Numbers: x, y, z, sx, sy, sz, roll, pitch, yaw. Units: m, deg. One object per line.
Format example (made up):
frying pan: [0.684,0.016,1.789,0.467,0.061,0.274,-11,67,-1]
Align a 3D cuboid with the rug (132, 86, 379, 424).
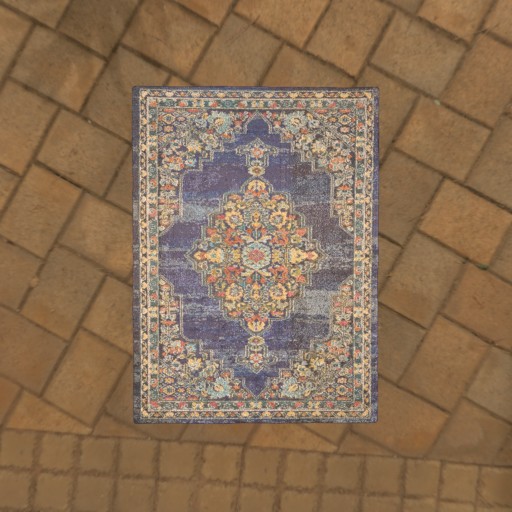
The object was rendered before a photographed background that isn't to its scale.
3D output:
rug: [0.000,0.000,2.929,1.630,0.009,2.232,0,91,-1]
